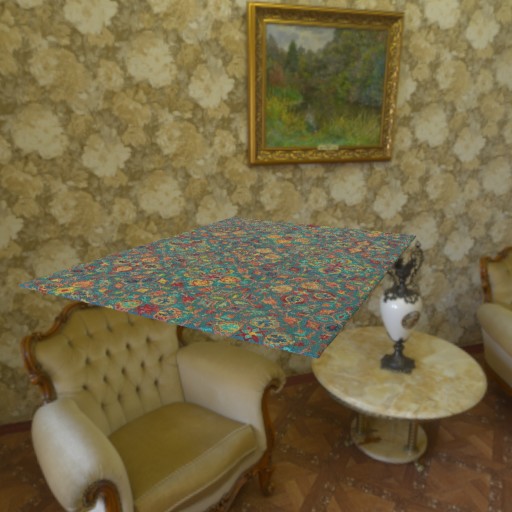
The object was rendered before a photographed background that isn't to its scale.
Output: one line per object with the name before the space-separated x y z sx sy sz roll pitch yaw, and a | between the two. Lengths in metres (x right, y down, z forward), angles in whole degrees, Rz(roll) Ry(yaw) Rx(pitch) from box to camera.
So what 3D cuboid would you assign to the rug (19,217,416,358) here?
rug | 0.000 0.000 4.212 2.434 0.025 3.204 8 17 27
